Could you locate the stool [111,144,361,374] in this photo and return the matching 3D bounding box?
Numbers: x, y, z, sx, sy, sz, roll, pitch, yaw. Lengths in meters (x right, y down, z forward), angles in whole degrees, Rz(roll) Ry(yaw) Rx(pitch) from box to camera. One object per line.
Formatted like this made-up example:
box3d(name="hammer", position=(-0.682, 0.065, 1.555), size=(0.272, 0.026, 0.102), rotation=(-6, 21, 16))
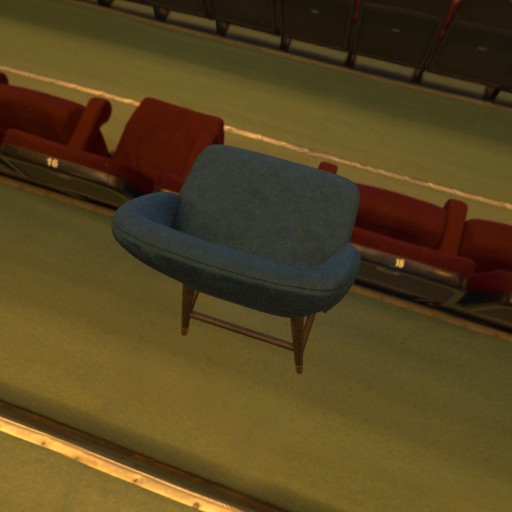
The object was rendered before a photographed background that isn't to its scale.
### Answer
box3d(name="stool", position=(0.000, 0.000, 1.264), size=(0.536, 0.925, 0.524), rotation=(17, 66, 8))
